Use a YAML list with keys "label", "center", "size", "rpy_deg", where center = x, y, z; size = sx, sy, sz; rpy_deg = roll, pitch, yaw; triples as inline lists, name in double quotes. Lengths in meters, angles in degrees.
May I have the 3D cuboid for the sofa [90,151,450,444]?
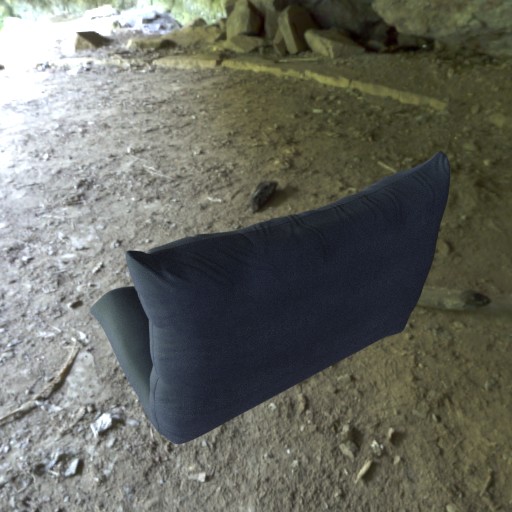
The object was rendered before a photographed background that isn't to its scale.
- label: "sofa"
  center: [0.000, 0.000, 1.661]
  size: [1.122, 0.778, 0.849]
  rpy_deg: [-19, 37, -28]
